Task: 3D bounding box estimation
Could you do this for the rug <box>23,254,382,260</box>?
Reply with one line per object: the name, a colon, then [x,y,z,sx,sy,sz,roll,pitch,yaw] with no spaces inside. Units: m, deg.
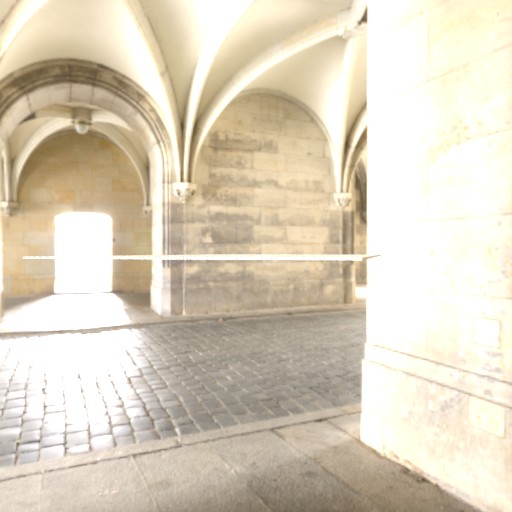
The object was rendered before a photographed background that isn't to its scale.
rug: [0.000,0.000,2.305,1.211,0.007,1.827,0,1,18]
